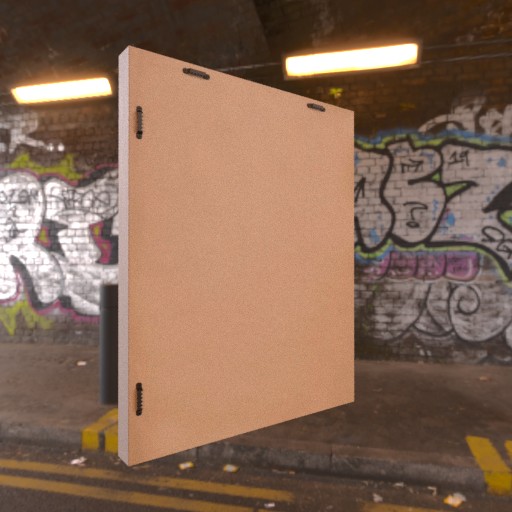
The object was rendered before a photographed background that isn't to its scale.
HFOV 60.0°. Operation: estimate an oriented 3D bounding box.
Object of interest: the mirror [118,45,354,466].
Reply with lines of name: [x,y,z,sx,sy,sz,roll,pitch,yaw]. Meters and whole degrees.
mirror: [0.000,0.000,0.667,0.405,0.508,0.041,0,0,-37]
